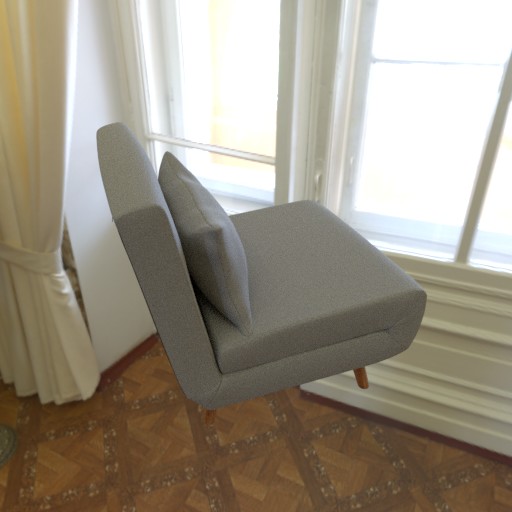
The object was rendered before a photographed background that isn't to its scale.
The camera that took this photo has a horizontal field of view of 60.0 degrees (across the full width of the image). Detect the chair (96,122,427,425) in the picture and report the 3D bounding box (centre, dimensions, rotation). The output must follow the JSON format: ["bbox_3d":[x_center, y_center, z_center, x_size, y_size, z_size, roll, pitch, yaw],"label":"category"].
[{"bbox_3d":[0.000,0.000,1.517,0.902,0.808,0.770,-10,32,-17],"label":"chair"}]
